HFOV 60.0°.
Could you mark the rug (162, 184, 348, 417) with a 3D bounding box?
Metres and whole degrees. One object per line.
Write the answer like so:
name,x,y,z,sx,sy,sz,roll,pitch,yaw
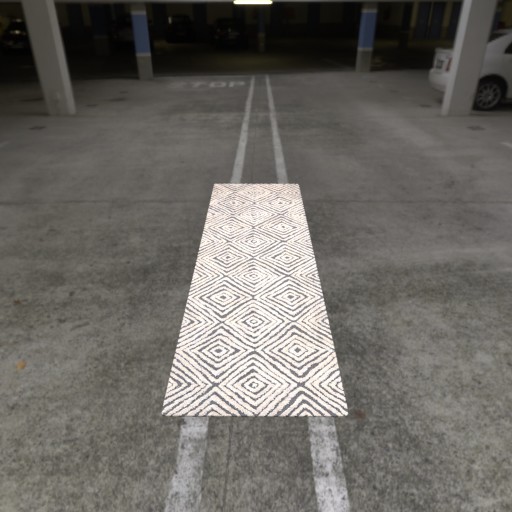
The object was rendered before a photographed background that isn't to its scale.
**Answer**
rug,0.000,0.000,2.576,0.676,0.008,2.277,0,30,0
